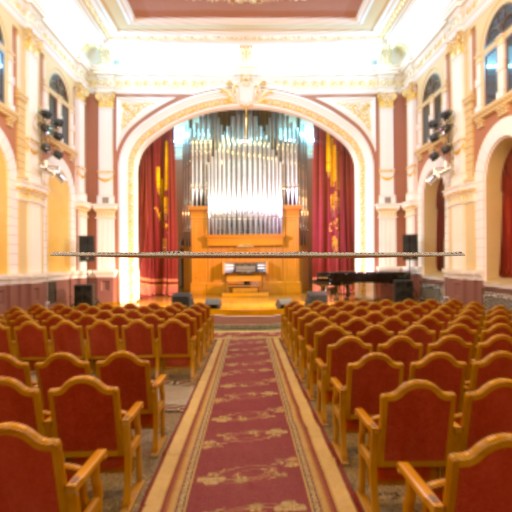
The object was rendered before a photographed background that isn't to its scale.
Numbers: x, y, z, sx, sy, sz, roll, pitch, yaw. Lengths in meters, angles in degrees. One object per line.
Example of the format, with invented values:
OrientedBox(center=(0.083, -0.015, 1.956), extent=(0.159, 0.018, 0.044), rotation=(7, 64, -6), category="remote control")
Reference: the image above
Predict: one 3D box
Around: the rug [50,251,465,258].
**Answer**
OrientedBox(center=(0.000, 0.000, 4.109), extent=(2.429, 0.030, 3.052), rotation=(0, -1, -1), category="rug")
